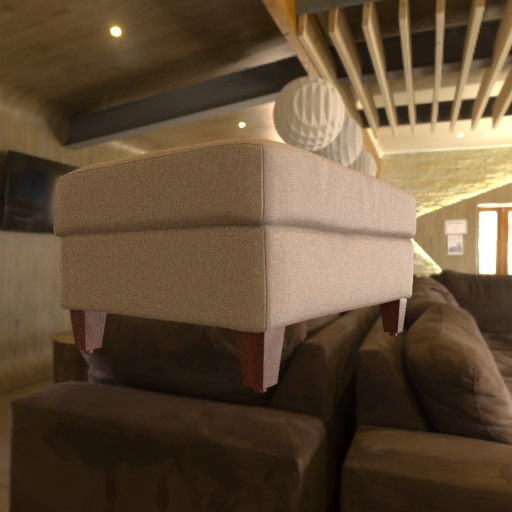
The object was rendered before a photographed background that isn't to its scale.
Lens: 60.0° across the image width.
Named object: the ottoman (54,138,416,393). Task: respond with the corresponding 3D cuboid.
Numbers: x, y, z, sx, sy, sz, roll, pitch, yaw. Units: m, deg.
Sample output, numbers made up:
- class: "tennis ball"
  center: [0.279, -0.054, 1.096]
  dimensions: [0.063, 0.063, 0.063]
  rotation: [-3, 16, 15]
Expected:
- class: "ottoman"
  center: [0.000, 0.000, 1.297]
  dimensions: [0.692, 0.511, 0.902]
  rotation: [0, 0, 36]
